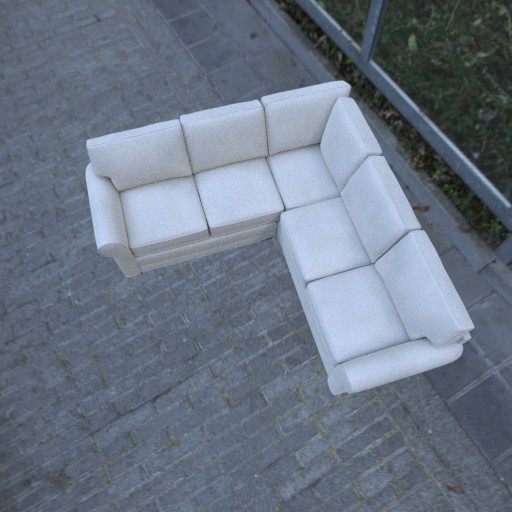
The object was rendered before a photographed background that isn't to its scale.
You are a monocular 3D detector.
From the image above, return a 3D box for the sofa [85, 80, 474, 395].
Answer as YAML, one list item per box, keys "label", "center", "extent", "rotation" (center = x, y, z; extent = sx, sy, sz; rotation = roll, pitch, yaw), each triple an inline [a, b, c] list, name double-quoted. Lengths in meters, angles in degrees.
- label: "sofa"
  center: [0.000, 0.000, 3.715]
  extent: [2.487, 1.054, 2.569]
  rotation: [-15, 65, -7]
